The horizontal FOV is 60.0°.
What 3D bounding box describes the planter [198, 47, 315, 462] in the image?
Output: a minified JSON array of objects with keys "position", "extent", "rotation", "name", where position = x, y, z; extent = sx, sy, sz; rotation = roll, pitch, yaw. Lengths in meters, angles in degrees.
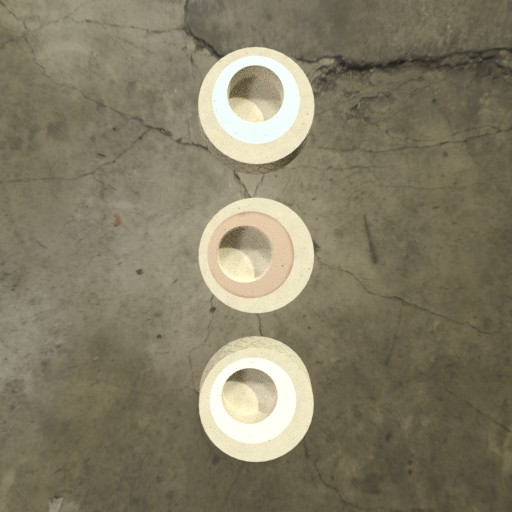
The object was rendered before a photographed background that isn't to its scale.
[{"position":[0.000,0.000,0.428],"extent":[0.114,0.038,0.390],"rotation":[0,91,-1],"name":"planter"}]
